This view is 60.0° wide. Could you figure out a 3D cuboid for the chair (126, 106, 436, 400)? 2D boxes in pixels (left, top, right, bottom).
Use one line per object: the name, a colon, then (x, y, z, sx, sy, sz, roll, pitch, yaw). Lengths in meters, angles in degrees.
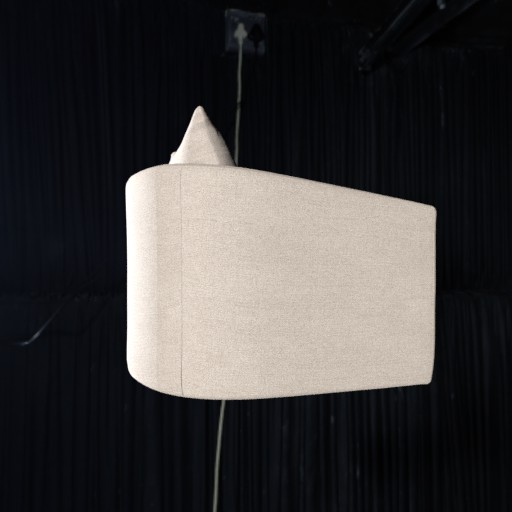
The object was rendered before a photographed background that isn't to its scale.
chair: (0.000, 0.000, 1.609, 0.910, 0.848, 0.845, 0, -2, -17)
